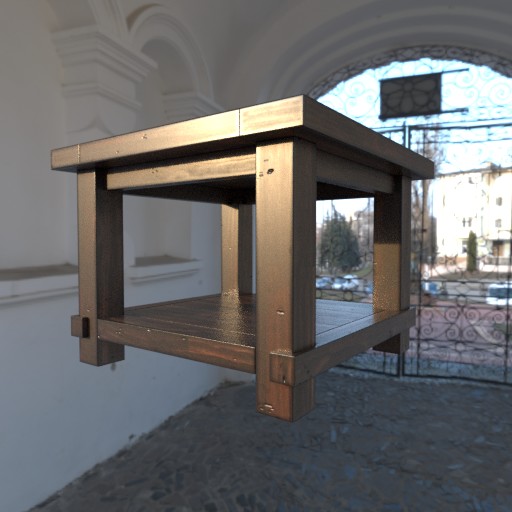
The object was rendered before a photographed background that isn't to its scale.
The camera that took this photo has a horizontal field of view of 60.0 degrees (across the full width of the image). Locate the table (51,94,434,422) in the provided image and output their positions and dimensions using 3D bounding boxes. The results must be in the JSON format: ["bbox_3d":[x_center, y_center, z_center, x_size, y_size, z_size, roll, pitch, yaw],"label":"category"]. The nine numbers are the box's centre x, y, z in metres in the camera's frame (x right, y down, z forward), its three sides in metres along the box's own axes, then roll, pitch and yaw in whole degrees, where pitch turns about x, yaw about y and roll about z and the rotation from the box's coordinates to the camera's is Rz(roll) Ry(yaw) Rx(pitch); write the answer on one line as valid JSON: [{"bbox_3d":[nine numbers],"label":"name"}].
[{"bbox_3d":[0.000,0.000,0.977,0.593,0.437,0.606,2,3,36],"label":"table"}]
